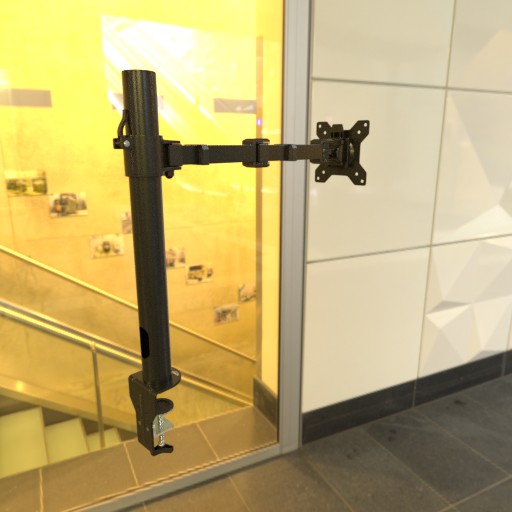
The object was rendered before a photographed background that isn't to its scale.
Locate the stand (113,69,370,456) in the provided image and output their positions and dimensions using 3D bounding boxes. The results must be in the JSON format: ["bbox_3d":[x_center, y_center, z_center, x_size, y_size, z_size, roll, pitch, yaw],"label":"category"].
[{"bbox_3d":[0.000,0.000,0.709,0.115,0.510,0.456,14,20,42],"label":"stand"}]
